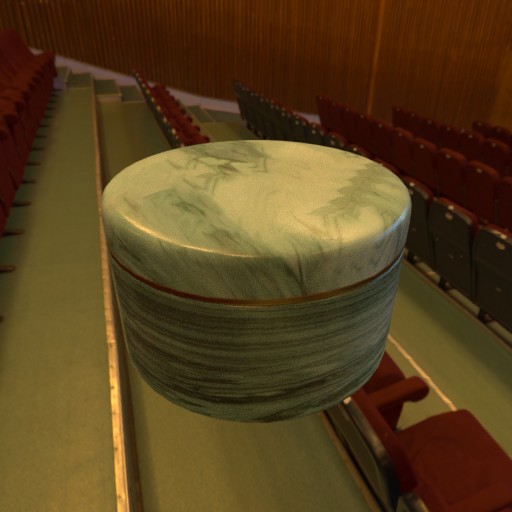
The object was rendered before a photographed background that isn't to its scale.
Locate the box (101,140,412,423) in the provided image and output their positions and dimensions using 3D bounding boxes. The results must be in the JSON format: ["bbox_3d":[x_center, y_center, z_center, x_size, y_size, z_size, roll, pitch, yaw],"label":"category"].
[{"bbox_3d":[0.000,0.000,0.163,0.101,0.063,0.101,0,30,0],"label":"box"}]
